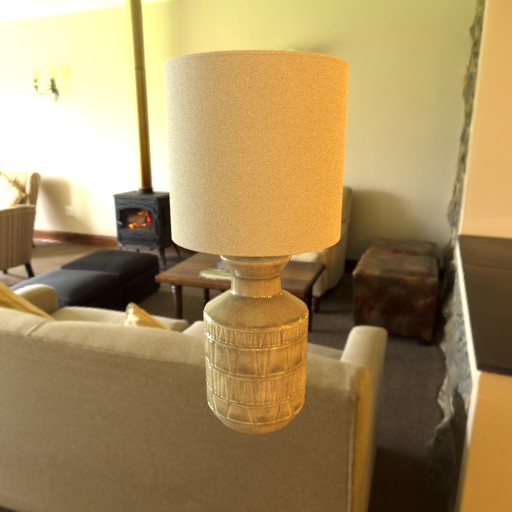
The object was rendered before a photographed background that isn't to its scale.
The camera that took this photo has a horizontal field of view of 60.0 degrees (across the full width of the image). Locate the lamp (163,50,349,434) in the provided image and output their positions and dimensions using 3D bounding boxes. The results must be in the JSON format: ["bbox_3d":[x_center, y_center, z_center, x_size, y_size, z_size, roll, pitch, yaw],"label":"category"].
[{"bbox_3d":[0.000,0.000,0.573,0.211,0.455,0.211,-8,17,-26],"label":"lamp"}]
